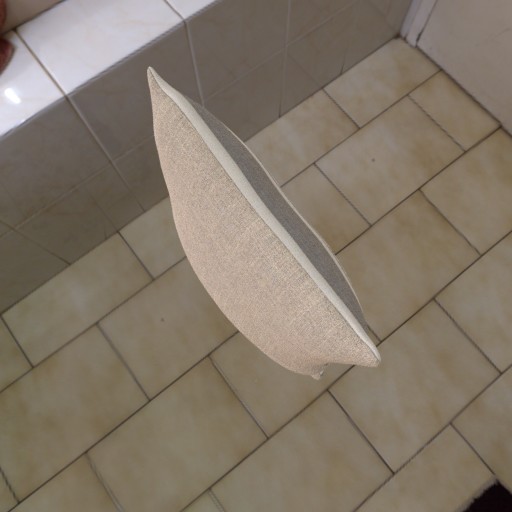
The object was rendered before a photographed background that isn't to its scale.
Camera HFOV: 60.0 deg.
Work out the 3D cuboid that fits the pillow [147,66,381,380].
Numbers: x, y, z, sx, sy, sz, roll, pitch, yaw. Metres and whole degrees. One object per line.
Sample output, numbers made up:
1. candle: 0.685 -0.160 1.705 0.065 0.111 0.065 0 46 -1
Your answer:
1. pillow: 0.000 0.000 0.685 0.182 0.440 0.439 -35 77 -9
